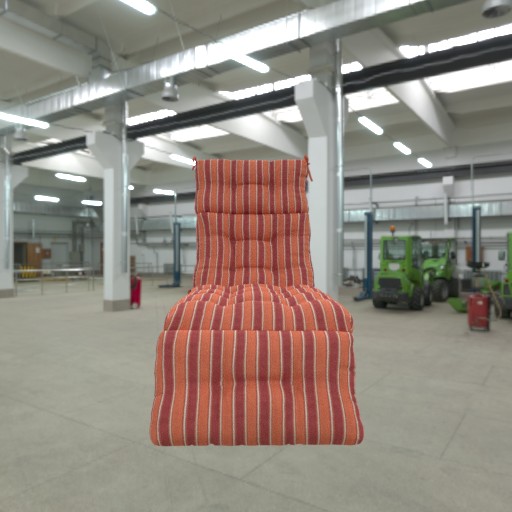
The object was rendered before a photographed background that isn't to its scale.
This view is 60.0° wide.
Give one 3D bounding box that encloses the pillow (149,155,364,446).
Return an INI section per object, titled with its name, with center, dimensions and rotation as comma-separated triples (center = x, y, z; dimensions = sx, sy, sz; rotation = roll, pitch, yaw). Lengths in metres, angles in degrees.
[pillow]
center = 0.000, 0.000, 1.471
dimensions = 0.526, 0.863, 1.016
rotation = 0, 0, -1
